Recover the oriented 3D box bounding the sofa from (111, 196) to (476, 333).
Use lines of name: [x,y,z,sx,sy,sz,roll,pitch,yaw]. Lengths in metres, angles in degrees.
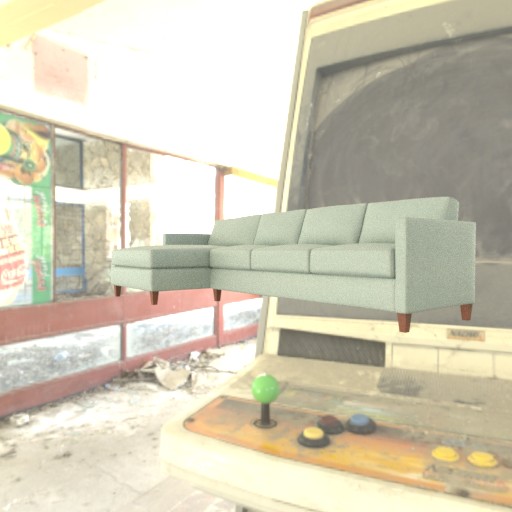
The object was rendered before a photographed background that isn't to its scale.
sofa: [0.000,0.000,4.233,1.600,0.953,3.470,-1,1,-38]
